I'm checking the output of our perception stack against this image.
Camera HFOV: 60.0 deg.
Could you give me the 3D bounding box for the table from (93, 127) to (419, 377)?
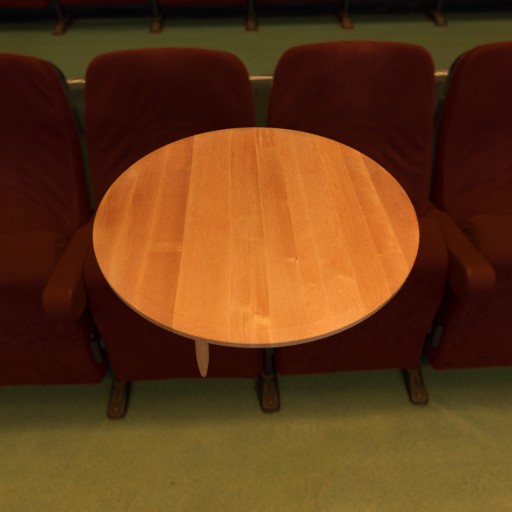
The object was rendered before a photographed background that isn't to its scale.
[{"bbox_3d":[0.000,0.000,1.400,0.900,0.400,0.900,0,46,0],"label":"table"}]
